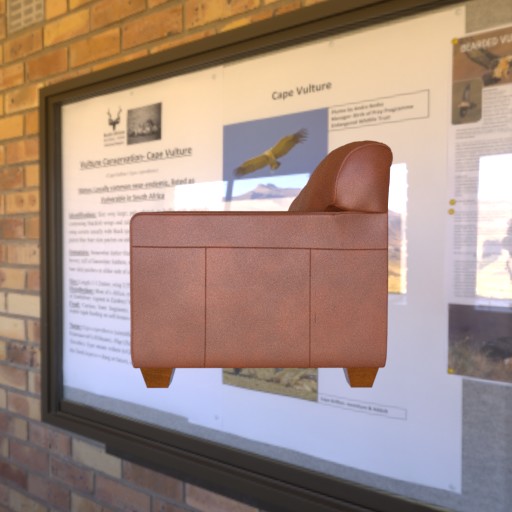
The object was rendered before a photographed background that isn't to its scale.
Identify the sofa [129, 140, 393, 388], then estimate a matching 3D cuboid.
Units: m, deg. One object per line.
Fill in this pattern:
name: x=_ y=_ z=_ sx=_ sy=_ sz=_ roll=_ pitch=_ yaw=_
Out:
sofa: x=0.000 y=0.000 z=2.610 sx=1.008 sy=0.953 sz=2.039 roll=0 pitch=1 yaw=0
